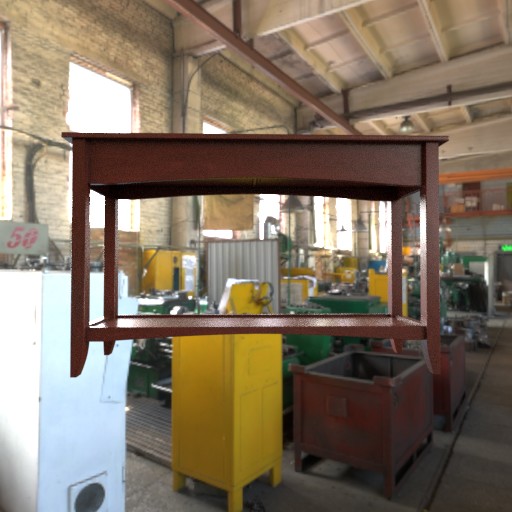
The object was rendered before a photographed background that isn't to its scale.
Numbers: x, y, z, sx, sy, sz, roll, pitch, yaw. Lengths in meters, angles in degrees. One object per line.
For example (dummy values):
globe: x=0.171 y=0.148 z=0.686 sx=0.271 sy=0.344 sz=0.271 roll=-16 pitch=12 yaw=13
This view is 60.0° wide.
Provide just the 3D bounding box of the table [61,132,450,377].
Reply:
table: x=0.000 y=0.000 z=1.541 sx=1.188 sy=0.739 sz=0.392 roll=0 pitch=-1 yaw=-2
